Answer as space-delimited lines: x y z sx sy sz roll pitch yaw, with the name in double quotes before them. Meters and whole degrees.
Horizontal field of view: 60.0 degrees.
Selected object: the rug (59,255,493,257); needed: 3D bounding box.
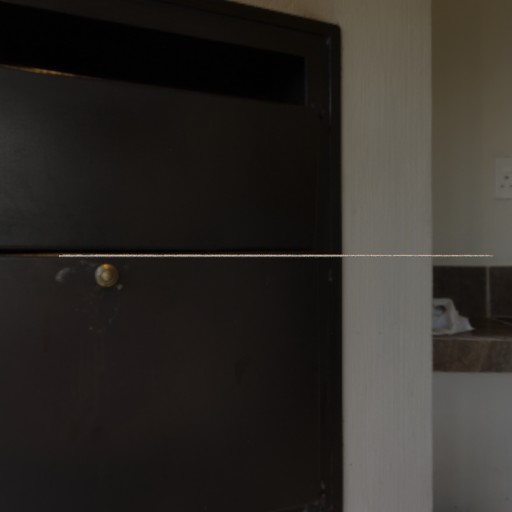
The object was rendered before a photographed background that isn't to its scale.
"rug" 0.000 0.000 3.989 2.980 0.012 2.363 0 0 -17
